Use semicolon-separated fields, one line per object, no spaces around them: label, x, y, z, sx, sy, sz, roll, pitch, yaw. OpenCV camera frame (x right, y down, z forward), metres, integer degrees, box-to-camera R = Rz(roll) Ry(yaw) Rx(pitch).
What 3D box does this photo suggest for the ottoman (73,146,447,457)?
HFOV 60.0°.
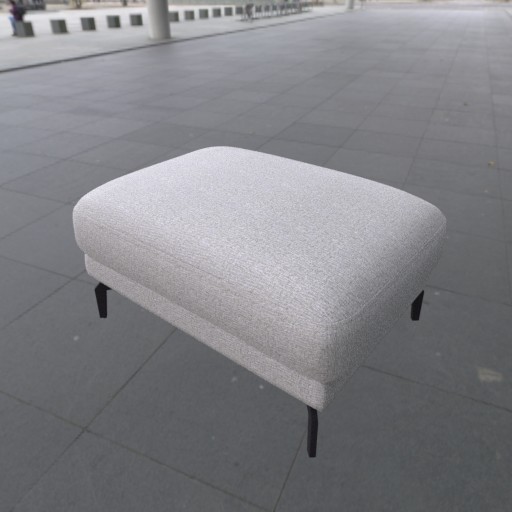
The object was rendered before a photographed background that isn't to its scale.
ottoman;0.000;0.000;1.120;0.772;0.420;0.568;22;38;32
